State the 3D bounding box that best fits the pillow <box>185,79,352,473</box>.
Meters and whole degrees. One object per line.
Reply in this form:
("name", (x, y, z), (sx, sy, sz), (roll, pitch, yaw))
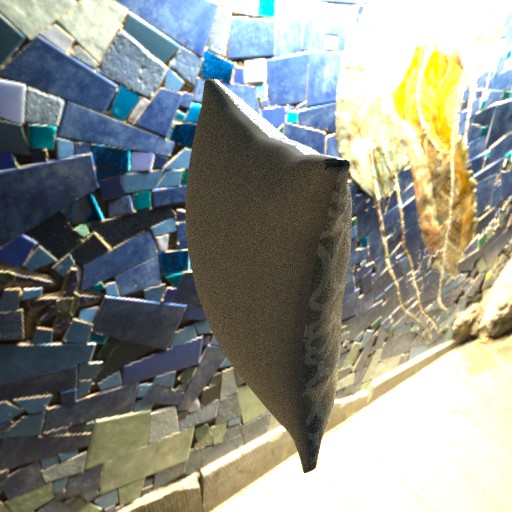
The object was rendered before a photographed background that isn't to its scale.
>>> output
("pillow", (0.000, 0.000, 0.762), (0.215, 0.498, 0.508), (-10, 32, -17))
